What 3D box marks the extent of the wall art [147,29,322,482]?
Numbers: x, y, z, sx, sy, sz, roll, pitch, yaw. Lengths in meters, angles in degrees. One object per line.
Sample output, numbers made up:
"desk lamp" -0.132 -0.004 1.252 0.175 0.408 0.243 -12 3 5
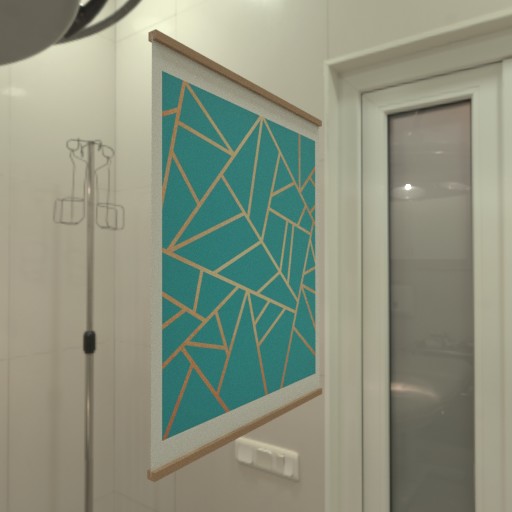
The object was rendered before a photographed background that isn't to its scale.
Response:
"wall art" 0.000 0.000 0.665 0.012 0.508 0.405 0 -1 36
